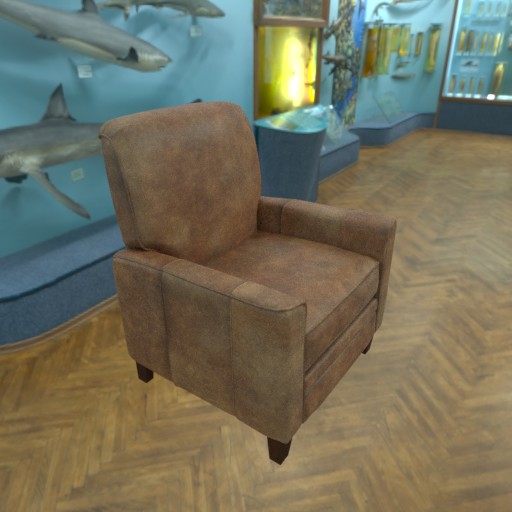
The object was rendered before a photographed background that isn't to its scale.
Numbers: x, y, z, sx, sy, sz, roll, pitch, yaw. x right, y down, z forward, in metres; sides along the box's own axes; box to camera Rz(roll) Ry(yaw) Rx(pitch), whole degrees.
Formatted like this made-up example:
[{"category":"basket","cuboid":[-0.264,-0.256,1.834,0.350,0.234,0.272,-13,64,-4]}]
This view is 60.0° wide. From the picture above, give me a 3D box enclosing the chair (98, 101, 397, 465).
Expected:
[{"category":"chair","cuboid":[0.000,0.000,1.700,0.836,1.043,0.843,18,31,31]}]
